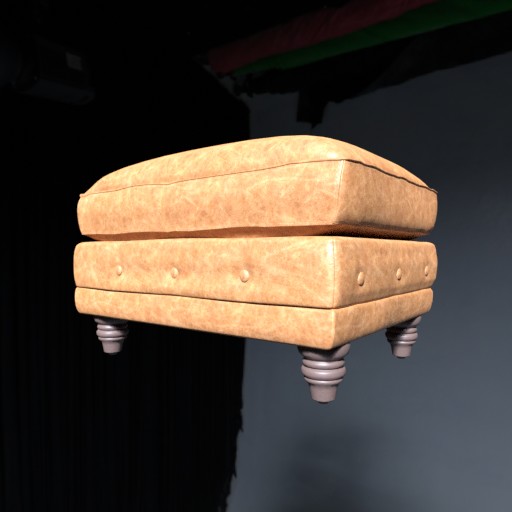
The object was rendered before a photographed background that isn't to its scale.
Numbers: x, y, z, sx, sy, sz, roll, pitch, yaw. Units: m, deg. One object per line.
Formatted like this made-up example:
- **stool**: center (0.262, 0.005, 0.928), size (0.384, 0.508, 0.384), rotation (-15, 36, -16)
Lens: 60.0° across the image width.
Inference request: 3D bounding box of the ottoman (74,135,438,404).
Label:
- **ottoman**: center (0.000, 0.000, 1.061), size (0.710, 0.480, 0.533), rotation (0, 1, 37)
